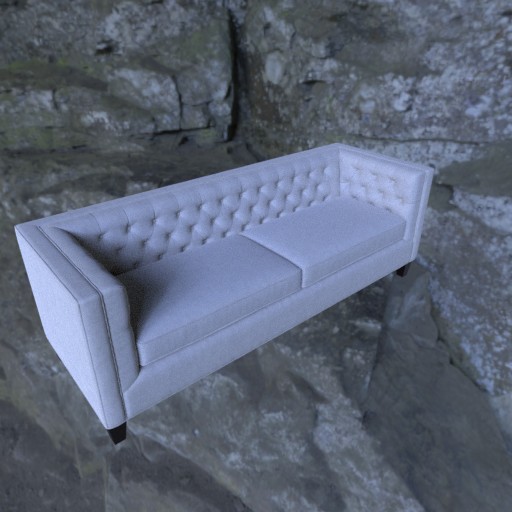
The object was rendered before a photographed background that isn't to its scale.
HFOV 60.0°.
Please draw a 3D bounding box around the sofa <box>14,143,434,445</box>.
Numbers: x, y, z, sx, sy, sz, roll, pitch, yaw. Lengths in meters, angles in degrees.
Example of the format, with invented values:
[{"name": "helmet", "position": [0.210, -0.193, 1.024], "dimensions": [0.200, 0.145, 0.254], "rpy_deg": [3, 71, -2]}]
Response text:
[{"name": "sofa", "position": [0.000, 0.000, 2.485], "dimensions": [2.159, 0.762, 0.775], "rpy_deg": [-22, 36, -34]}]
